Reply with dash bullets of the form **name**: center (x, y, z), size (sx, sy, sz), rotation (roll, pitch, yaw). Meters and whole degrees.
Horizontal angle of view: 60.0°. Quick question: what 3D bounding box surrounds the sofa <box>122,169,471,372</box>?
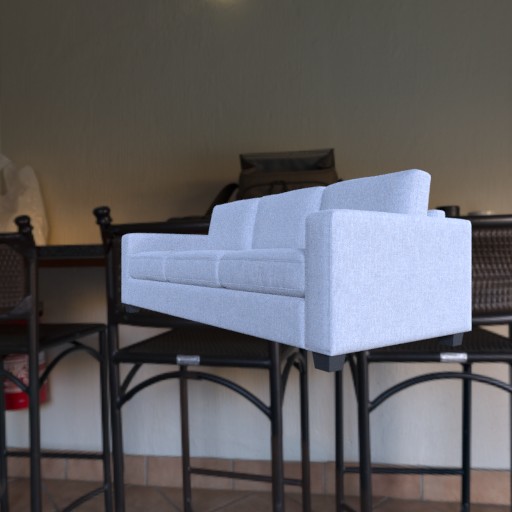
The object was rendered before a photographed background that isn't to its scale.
- **sofa**: center (0.000, 0.000, 2.587), size (0.900, 0.800, 2.120), rotation (0, 0, -35)
